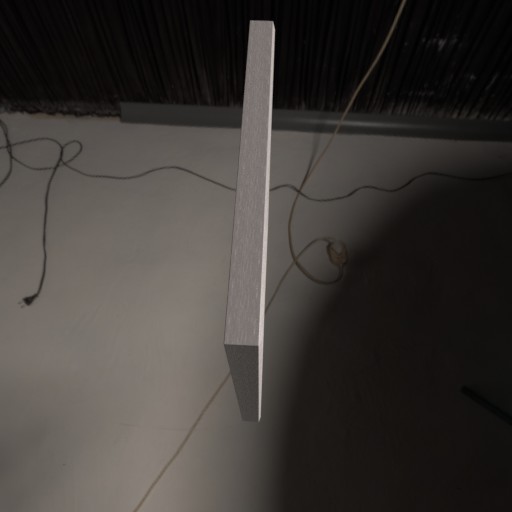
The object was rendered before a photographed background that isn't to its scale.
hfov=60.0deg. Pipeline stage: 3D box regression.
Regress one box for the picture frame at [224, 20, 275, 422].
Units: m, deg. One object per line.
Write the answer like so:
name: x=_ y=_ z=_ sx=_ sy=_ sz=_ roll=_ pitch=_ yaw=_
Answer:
picture frame: x=0.000 y=0.000 z=0.530 sx=0.027 sy=0.378 sz=0.327 roll=2 pitch=63 yaw=1
